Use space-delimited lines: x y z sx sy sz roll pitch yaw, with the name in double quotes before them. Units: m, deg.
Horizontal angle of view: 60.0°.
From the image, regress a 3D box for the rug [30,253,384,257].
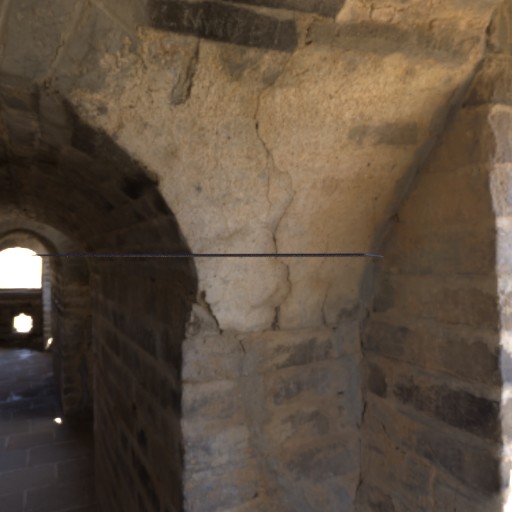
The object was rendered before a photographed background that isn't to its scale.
"rug" 0.000 0.000 3.843 2.053 0.011 2.940 0 0 18
